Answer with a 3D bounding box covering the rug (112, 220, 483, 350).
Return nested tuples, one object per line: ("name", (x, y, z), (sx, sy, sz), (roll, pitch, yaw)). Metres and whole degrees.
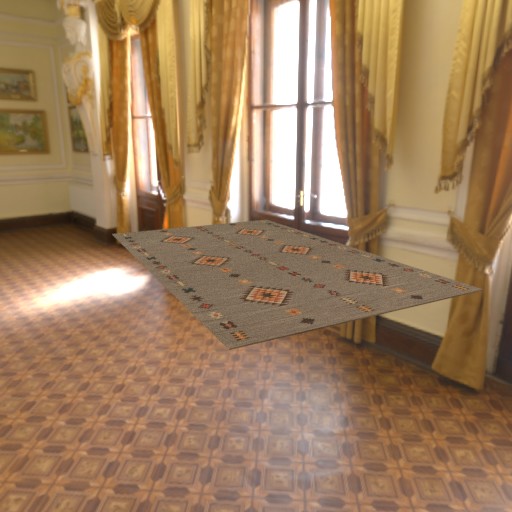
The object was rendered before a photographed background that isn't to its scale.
("rug", (0.000, 0.000, 3.108), (1.515, 0.007, 2.427), (-8, 17, -27))
